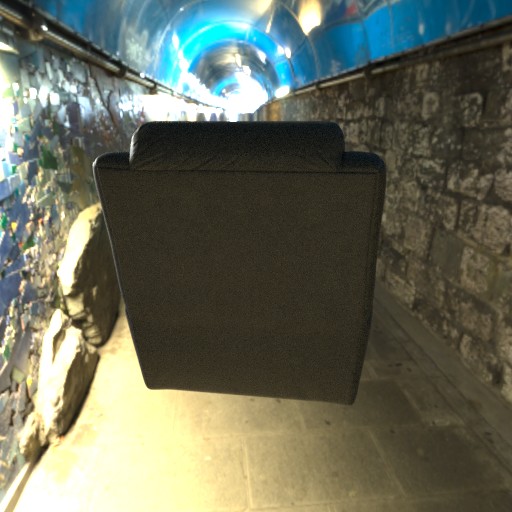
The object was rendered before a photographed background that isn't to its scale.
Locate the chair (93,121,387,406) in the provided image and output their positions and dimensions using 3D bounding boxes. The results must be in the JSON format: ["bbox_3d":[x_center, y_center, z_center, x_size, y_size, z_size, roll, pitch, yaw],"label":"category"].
[{"bbox_3d":[0.000,0.000,1.910,0.965,1.116,1.068,2,17,8],"label":"chair"}]
